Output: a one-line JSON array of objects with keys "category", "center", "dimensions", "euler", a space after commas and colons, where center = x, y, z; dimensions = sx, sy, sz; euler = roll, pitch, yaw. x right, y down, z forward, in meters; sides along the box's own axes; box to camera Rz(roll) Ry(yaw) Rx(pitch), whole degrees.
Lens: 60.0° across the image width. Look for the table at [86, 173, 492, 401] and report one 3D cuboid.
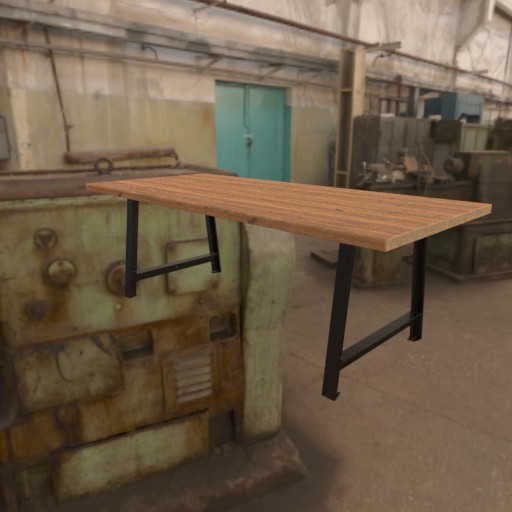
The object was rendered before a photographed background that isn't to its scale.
[{"category": "table", "center": [0.000, 0.000, 2.633], "dimensions": [2.200, 0.757, 1.000], "euler": [15, 22, 43]}]
